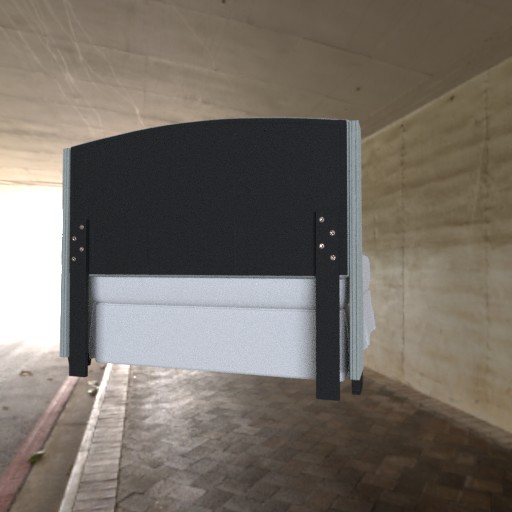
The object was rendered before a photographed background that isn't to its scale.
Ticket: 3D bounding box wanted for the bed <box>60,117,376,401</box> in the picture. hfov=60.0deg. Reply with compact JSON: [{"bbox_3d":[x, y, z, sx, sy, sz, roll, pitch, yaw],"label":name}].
[{"bbox_3d":[0.000,0.000,3.379,1.710,1.407,2.237,0,-1,18],"label":"bed"}]
